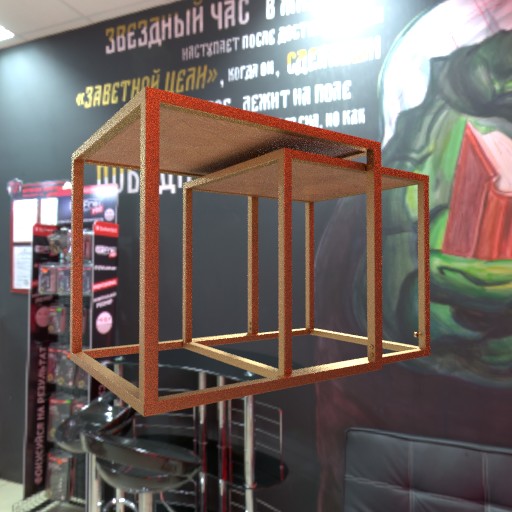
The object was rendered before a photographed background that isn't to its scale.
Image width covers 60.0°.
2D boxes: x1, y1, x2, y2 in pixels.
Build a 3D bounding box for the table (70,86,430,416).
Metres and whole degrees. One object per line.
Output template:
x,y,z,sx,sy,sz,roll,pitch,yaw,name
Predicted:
0.000,0.000,1.098,0.762,0.505,0.505,1,-1,-35,table
